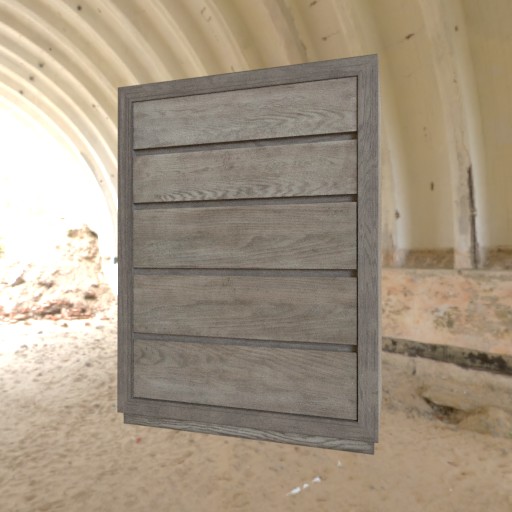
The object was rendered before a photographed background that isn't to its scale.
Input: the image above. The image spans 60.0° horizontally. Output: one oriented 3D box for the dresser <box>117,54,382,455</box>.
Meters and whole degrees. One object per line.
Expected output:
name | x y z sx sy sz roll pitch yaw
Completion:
dresser | 0.000 0.000 1.789 0.967 1.295 0.483 0 0 17
